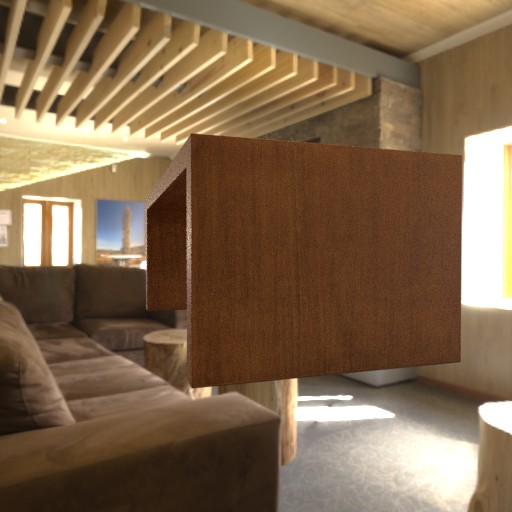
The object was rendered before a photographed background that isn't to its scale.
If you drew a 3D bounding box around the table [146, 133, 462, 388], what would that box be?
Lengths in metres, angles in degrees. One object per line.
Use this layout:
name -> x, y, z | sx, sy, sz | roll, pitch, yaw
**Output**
table -> 0.000, 0.000, 1.285 | 0.549, 0.419, 1.000 | 0, 1, -18
